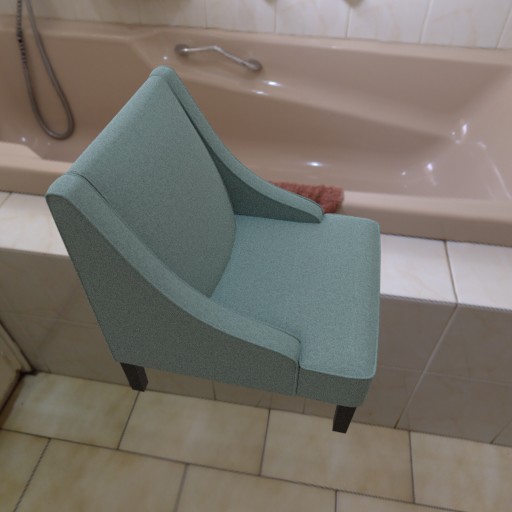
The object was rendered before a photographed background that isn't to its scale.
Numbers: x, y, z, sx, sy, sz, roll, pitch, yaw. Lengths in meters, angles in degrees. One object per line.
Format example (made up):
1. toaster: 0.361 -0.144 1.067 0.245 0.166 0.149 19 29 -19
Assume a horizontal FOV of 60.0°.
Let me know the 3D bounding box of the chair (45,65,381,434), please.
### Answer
1. chair: 0.000 0.000 1.809 1.025 1.133 0.857 9 46 8
